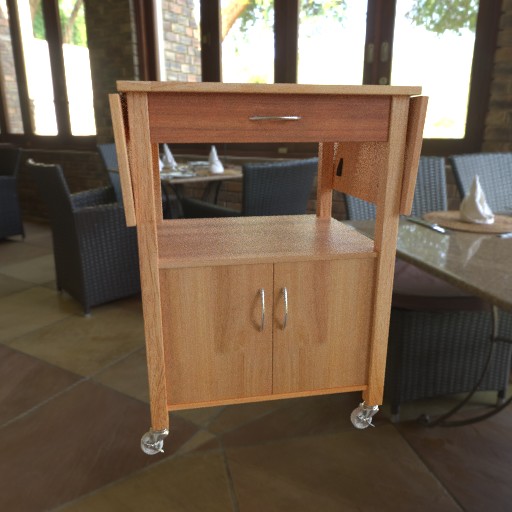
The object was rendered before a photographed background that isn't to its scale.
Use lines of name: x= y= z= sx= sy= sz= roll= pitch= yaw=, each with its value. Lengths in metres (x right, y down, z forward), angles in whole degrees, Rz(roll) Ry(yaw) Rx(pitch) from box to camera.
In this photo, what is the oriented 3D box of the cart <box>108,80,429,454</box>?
cart: x=0.000 y=0.000 z=1.212 sx=0.640 sy=0.838 sz=0.508 roll=-3 pitch=16 yaw=-10
